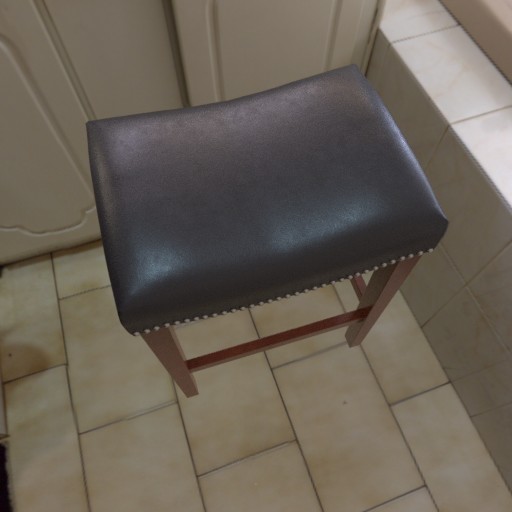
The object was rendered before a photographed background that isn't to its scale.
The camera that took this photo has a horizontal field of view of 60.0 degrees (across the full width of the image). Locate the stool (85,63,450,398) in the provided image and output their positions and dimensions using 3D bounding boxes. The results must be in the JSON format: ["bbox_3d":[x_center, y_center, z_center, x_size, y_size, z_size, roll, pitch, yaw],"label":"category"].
[{"bbox_3d":[0.000,0.000,0.960,0.504,0.654,0.372,-15,64,-8],"label":"stool"}]
